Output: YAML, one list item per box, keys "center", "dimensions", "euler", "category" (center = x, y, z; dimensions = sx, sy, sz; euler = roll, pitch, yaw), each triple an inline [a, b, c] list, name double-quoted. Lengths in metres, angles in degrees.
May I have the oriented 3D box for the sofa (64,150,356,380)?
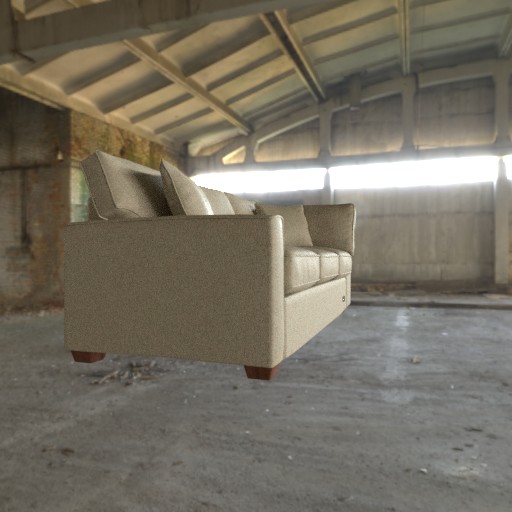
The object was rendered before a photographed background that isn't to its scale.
- center: [0.000, 0.000, 2.912]
  dimensions: [1.061, 0.962, 2.317]
  euler: [0, 0, 19]
  category: "sofa"
